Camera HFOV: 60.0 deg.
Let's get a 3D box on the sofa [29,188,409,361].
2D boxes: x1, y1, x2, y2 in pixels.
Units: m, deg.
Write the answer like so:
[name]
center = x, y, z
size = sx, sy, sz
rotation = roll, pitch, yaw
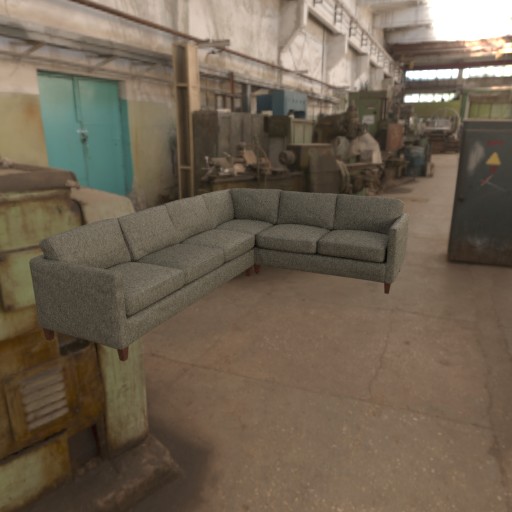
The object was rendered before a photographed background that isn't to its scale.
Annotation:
[sofa]
center = 0.000, 0.000, 4.513
size = 2.593, 0.947, 3.302
rotation = 8, 18, 24
